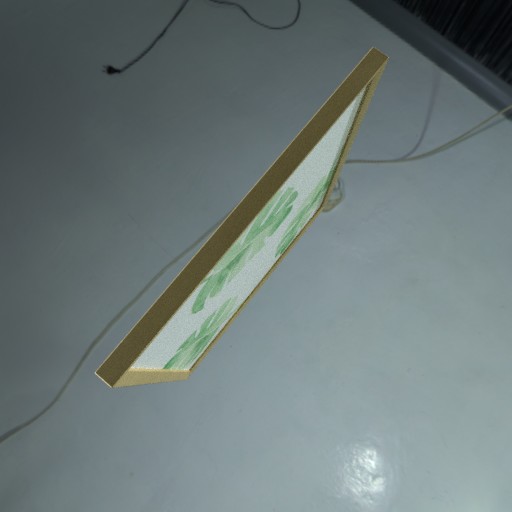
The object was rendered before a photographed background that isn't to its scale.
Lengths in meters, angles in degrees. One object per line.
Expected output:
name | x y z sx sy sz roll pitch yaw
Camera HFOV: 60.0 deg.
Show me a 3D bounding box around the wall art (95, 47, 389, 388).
wall art | 0.000 0.000 1.130 0.037 0.763 0.763 37 78 9
